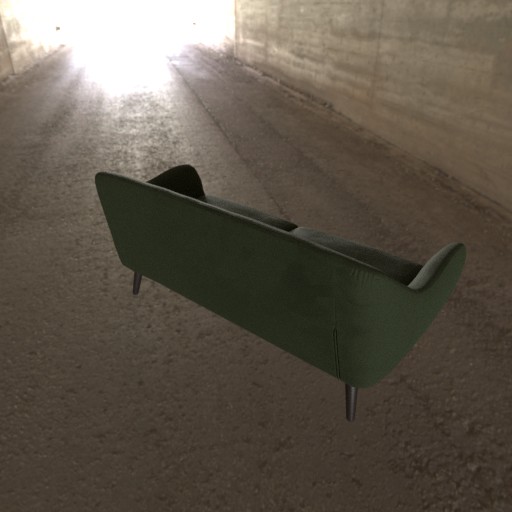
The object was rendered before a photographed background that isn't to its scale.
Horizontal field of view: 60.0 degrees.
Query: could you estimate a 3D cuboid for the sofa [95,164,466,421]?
[{"bbox_3d":[0.000,0.000,2.304,1.840,0.836,0.820,22,36,34],"label":"sofa"}]
